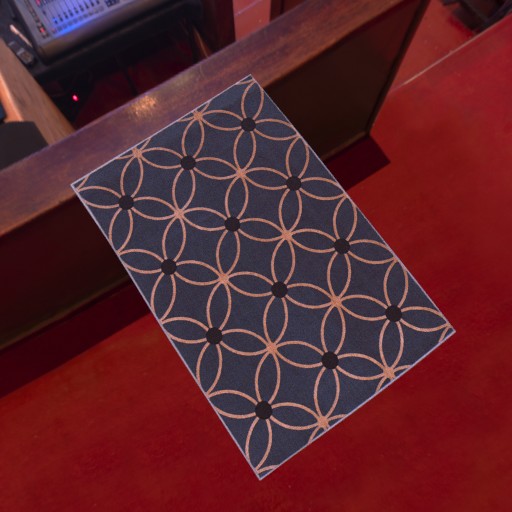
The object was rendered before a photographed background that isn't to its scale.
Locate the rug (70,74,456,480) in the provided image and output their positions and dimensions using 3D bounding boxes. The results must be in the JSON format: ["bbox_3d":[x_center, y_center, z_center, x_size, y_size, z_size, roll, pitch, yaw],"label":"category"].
[{"bbox_3d":[0.000,0.000,2.924,1.522,0.008,2.284,-34,79,-8],"label":"rug"}]
